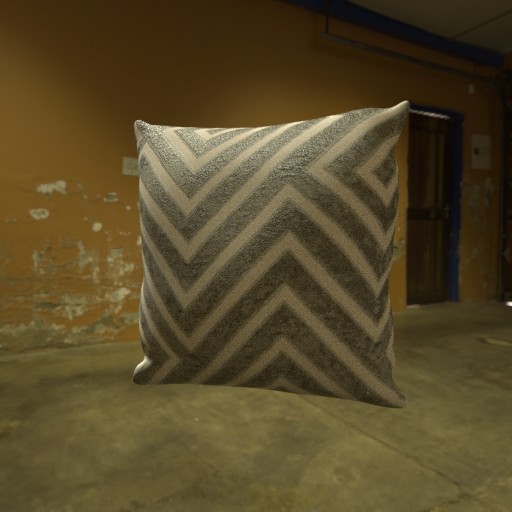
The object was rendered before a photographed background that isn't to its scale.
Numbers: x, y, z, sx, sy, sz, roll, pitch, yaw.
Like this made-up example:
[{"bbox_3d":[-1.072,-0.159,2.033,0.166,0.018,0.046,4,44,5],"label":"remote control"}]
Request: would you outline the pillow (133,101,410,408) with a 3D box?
[{"bbox_3d":[0.000,0.000,0.674,0.440,0.441,0.182,1,2,17],"label":"pillow"}]
